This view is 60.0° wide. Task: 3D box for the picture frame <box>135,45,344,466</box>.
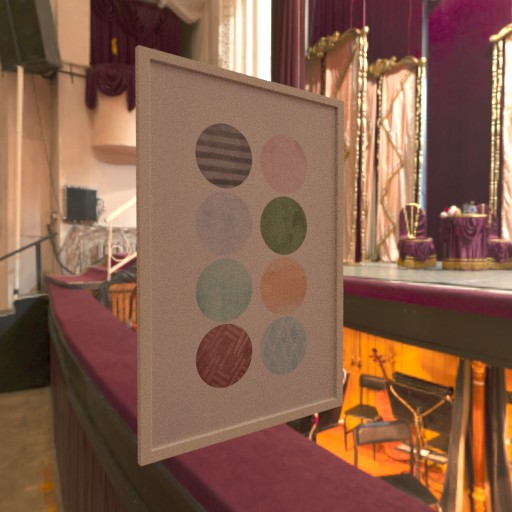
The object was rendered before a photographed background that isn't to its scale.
[{"bbox_3d":[0.000,0.000,0.830,0.457,0.657,0.013,-1,2,-36],"label":"picture frame"}]
